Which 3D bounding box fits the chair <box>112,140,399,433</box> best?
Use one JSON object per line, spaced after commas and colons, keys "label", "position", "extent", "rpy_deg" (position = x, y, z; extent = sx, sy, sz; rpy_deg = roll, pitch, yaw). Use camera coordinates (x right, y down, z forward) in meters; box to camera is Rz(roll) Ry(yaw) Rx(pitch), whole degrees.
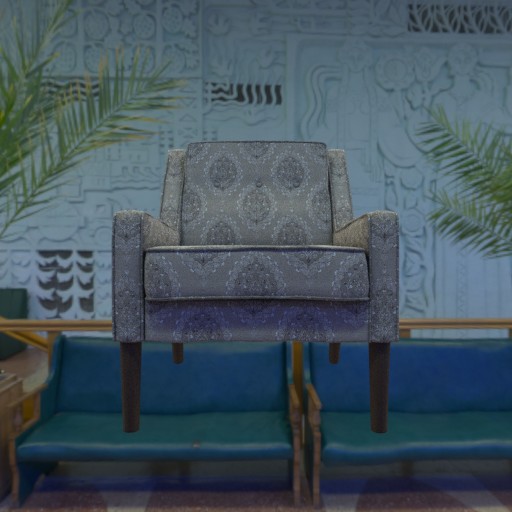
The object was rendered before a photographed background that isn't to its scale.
{"label": "chair", "position": [0.000, 0.000, 1.327], "extent": [0.665, 0.797, 0.750], "rpy_deg": [0, 1, 0]}
